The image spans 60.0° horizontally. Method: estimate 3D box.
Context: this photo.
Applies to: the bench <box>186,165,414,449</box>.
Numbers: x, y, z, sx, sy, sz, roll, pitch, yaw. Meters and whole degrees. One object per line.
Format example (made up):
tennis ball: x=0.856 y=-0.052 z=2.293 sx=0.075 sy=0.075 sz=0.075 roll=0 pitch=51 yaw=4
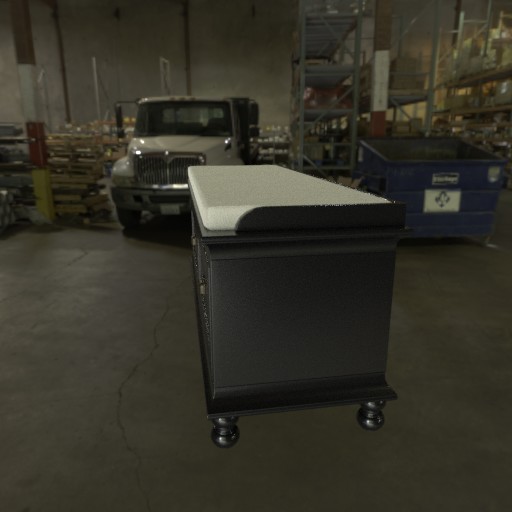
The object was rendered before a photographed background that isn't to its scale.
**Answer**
bench: x=0.000 y=0.000 z=1.422 sx=0.402 sy=0.501 sz=1.185 roll=-3 pitch=16 yaw=-10
